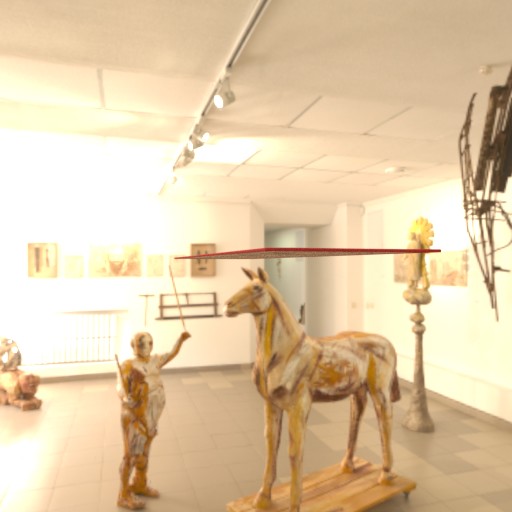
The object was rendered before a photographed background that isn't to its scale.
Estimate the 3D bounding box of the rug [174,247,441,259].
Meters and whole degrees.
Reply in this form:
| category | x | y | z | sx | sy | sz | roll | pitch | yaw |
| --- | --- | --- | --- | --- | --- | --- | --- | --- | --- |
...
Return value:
| category | x | y | z | sx | sy | sz | roll | pitch | yaw |
| --- | --- | --- | --- | --- | --- | --- | --- | --- | --- |
| rug | 0.000 | 0.000 | 2.560 | 0.659 | 0.015 | 2.292 | 0 | -1 | -17 |
